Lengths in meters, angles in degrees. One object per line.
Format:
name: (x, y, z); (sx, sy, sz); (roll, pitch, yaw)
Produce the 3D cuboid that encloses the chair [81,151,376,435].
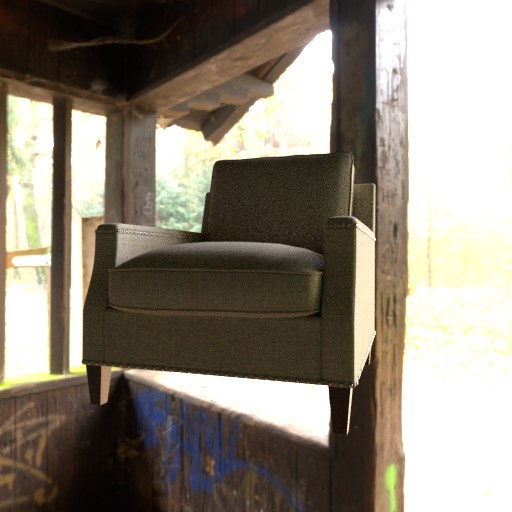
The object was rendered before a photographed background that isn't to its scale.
chair: (0.000, 0.000, 1.715); (0.853, 0.943, 1.014); (0, -1, 18)
